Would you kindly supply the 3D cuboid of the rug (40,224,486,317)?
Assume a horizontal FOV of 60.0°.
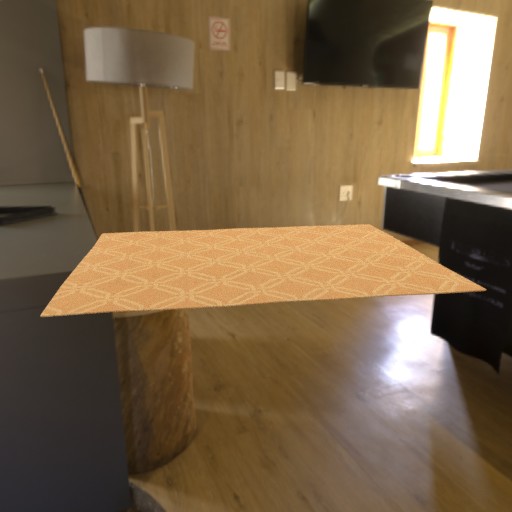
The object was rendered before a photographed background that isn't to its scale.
[{"bbox_3d":[0.000,0.000,2.781,2.135,0.013,1.524,-2,17,-8],"label":"rug"}]
